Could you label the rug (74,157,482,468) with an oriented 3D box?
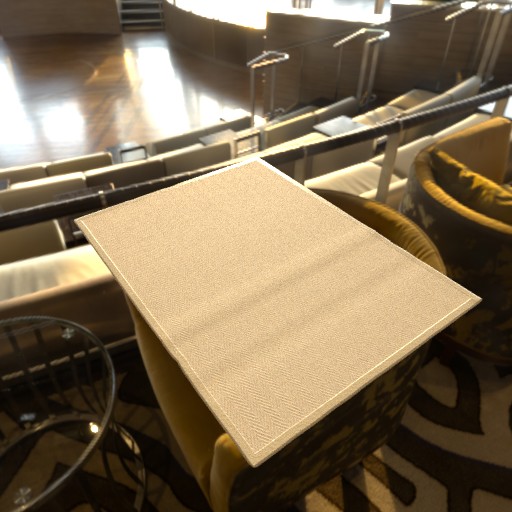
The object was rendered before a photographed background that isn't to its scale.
[{"bbox_3d":[0.000,0.000,4.782,2.734,0.037,3.659,-25,46,-27],"label":"rug"}]
